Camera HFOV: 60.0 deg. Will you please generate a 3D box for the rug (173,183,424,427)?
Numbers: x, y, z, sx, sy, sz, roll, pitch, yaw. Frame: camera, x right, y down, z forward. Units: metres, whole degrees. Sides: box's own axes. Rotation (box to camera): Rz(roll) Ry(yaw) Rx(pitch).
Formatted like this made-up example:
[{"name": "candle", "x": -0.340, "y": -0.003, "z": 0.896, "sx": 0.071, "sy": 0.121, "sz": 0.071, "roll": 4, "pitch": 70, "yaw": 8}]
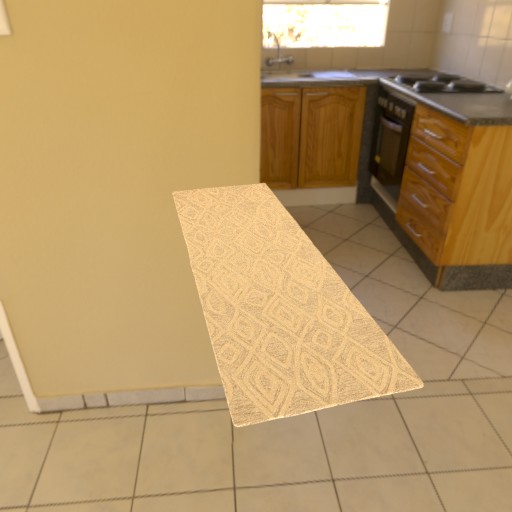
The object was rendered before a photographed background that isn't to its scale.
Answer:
[{"name": "rug", "x": 0.000, "y": 0.000, "z": 2.743, "sx": 0.807, "sy": 0.013, "sz": 2.436, "roll": -7, "pitch": 31, "yaw": -13}]
